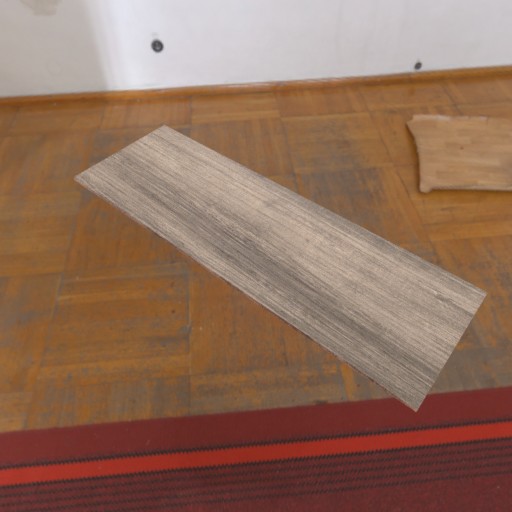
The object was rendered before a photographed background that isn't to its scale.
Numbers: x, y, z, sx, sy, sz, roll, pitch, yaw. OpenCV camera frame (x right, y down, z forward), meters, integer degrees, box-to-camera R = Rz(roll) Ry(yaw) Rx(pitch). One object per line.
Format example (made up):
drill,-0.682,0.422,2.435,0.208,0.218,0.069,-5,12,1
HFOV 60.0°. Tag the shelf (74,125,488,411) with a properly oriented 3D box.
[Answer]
shelf,0.000,0.000,0.695,0.610,0.125,0.200,32,56,25
